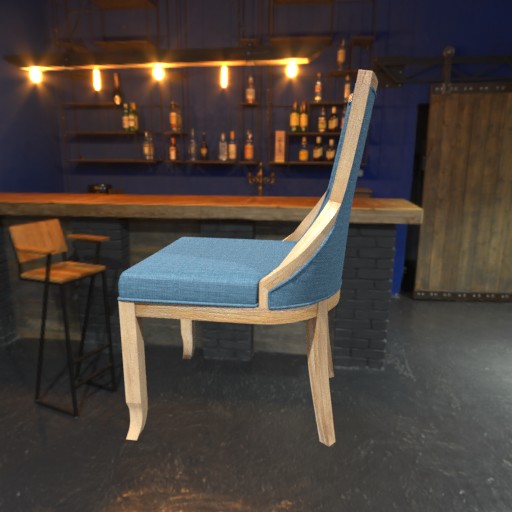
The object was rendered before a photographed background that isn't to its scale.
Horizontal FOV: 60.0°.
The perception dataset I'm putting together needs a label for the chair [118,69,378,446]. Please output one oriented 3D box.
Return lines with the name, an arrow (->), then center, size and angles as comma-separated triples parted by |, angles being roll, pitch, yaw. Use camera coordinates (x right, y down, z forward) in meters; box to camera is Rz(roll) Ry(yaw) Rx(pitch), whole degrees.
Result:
chair -> 0.000, 0.000, 1.314 | 0.641, 0.947, 0.524 | 2, 14, 9
